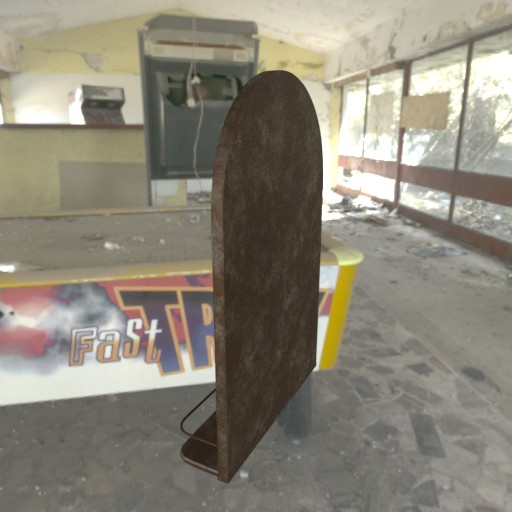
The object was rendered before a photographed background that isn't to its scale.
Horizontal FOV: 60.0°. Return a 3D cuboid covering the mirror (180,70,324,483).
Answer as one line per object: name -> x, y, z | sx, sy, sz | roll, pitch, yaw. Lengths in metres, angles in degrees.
mirror -> 0.000, 0.000, 1.001 | 0.137, 0.770, 0.510 | 8, 17, 26
